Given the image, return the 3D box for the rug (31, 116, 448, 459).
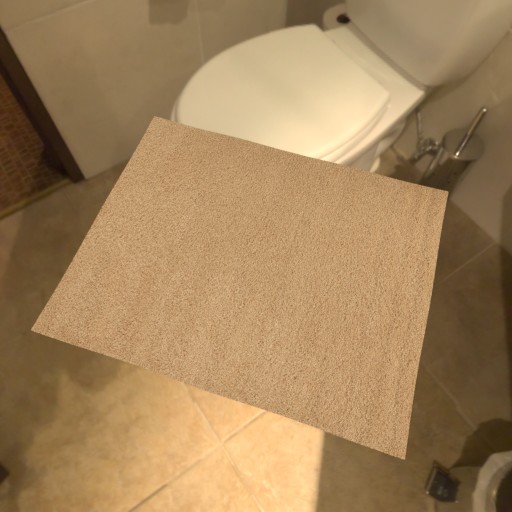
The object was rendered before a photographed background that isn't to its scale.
[{"bbox_3d":[0.000,0.000,3.853,3.000,0.026,2.400,16,64,8],"label":"rug"}]
